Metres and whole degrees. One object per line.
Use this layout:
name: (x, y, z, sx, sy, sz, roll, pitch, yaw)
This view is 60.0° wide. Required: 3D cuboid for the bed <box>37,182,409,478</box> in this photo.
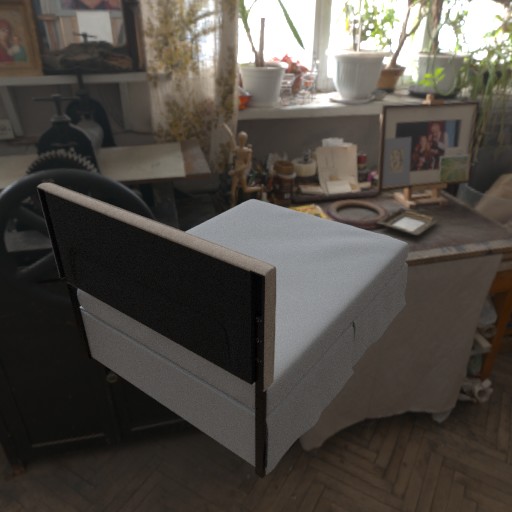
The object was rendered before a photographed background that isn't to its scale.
bed: (0.000, 0.000, 3.059, 1.643, 1.270, 1.978, 20, 35, 31)
